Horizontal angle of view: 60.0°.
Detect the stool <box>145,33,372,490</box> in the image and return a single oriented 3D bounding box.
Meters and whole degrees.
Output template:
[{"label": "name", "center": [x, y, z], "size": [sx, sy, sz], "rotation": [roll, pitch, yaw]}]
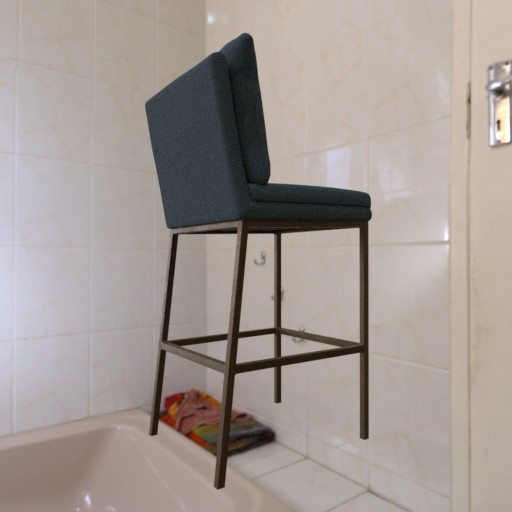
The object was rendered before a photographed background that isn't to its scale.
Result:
[{"label": "stool", "center": [0.000, 0.000, 1.391], "size": [0.568, 1.124, 0.463], "rotation": [0, -1, -36]}]
